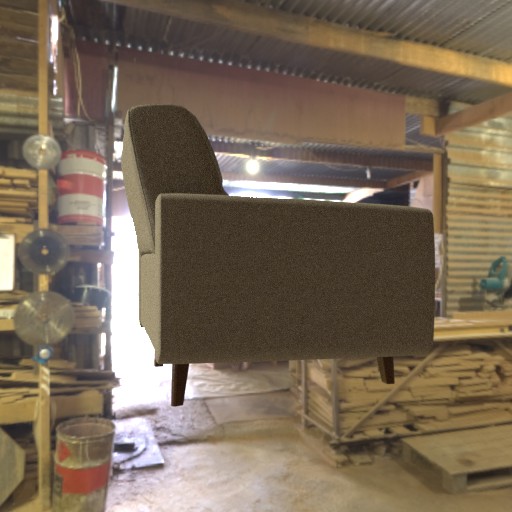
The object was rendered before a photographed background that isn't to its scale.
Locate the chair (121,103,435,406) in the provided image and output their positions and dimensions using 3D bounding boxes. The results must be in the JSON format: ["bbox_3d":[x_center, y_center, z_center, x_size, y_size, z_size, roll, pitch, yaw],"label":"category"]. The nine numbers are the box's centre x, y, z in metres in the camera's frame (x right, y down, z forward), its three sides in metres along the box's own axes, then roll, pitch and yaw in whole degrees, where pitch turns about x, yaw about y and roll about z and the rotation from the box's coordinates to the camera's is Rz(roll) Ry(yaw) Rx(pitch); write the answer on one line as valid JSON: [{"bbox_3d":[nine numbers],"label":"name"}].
[{"bbox_3d":[0.000,0.000,1.573,0.907,0.839,0.831,0,0,-18],"label":"chair"}]
